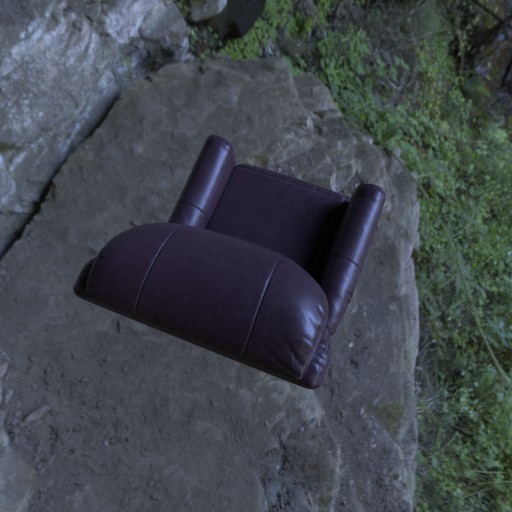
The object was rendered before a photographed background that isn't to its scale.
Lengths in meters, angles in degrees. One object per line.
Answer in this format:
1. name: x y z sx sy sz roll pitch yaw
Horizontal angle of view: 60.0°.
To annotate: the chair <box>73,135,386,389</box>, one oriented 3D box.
1. chair: 0.000 0.000 1.795 0.838 1.054 1.014 20 65 9
